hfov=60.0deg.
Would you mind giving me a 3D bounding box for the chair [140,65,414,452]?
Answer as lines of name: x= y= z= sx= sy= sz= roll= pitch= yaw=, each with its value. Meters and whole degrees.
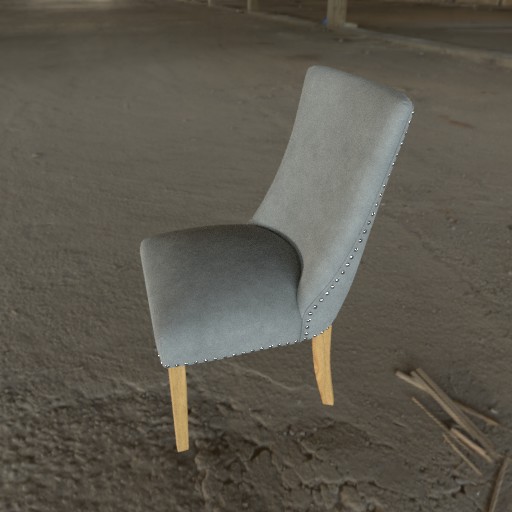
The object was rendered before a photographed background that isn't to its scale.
chair: x=0.000 y=0.000 z=1.230 sx=0.610 sy=0.902 sz=0.495 roll=-9 pitch=33 yaw=-15
